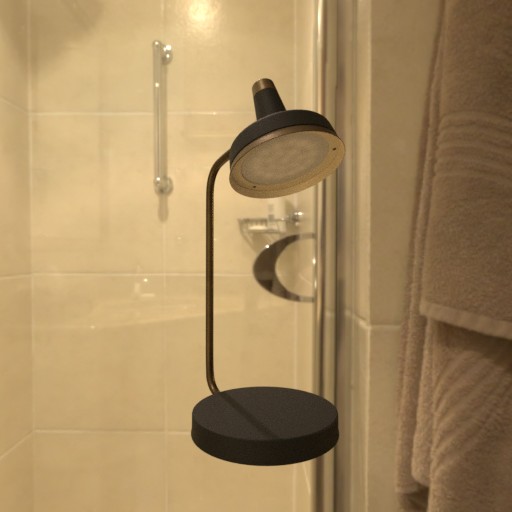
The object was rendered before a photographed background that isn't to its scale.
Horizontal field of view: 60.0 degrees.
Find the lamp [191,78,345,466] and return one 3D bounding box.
[{"bbox_3d":[0.000,0.000,0.499,0.162,0.385,0.218,-1,1,-36],"label":"lamp"}]
